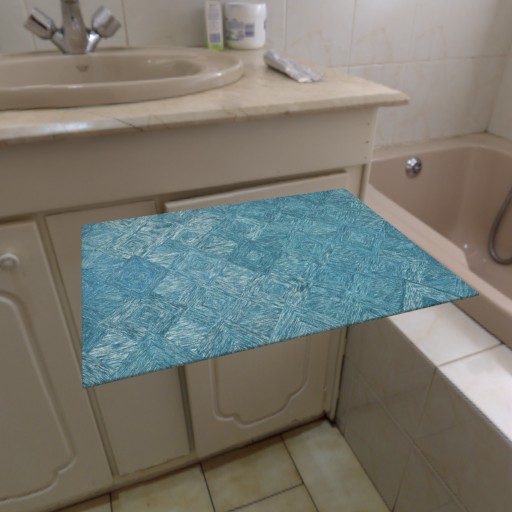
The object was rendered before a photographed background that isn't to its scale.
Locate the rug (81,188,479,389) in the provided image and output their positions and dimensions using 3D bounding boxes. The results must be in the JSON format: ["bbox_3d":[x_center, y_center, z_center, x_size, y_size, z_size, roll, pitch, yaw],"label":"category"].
[{"bbox_3d":[0.000,0.000,4.315,3.217,0.027,2.405,-10,33,-16],"label":"rug"}]
